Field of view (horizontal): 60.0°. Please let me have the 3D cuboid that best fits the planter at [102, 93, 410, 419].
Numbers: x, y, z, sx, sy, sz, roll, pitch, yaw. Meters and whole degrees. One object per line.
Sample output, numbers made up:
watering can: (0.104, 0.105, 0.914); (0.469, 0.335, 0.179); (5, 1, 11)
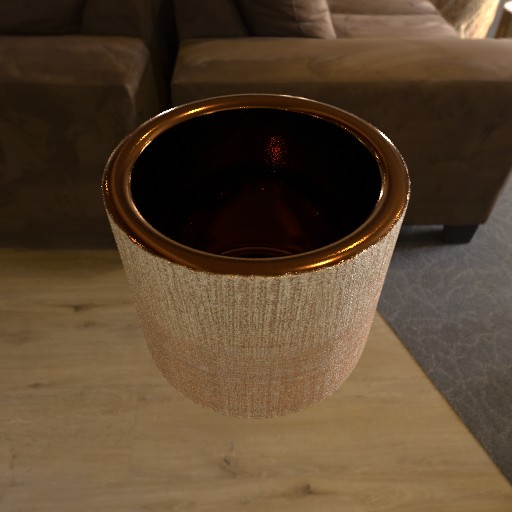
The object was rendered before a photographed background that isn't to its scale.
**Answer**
planter: (0.000, 0.000, 0.312); (0.177, 0.157, 0.177); (0, 46, 0)
